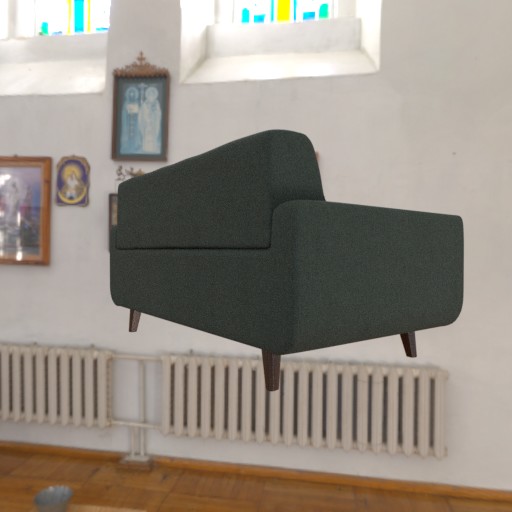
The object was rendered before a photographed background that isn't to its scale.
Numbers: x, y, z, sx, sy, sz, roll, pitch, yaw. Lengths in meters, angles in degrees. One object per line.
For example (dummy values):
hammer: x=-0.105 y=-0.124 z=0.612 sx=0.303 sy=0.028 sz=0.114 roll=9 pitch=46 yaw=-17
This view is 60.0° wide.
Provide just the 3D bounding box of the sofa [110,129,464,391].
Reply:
sofa: x=0.000 y=0.000 z=2.154 sx=0.909 sy=0.841 sz=1.631 roll=-1 pitch=1 yaw=-36
